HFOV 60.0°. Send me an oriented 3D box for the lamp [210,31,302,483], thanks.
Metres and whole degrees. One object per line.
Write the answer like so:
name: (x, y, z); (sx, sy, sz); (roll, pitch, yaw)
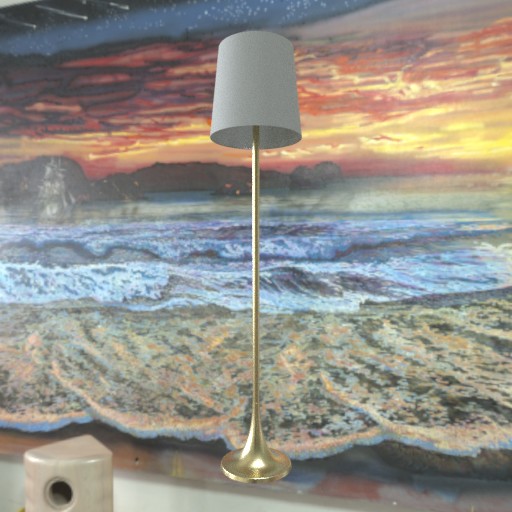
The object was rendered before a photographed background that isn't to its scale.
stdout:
lamp: (0.000, 0.000, 1.634); (0.337, 1.543, 0.337); (0, 0, 0)
